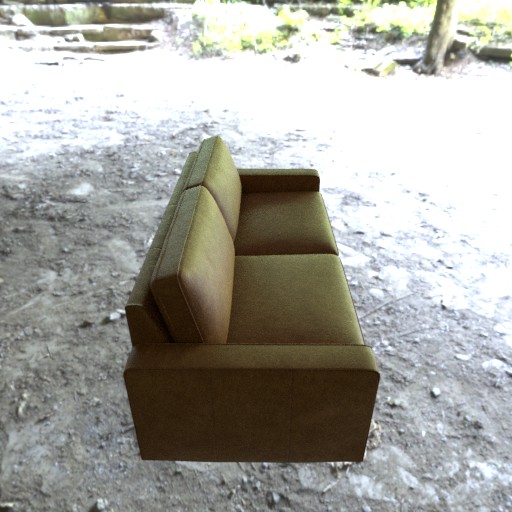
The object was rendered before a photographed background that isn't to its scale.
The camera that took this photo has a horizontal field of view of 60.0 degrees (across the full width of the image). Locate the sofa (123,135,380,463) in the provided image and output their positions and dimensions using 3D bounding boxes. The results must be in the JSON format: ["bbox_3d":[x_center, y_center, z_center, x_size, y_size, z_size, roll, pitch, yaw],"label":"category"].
[{"bbox_3d":[0.000,0.000,2.611,0.991,0.928,2.156,0,32,0],"label":"sofa"}]
